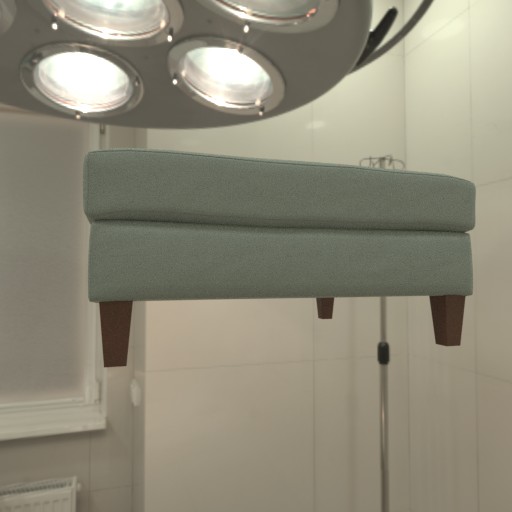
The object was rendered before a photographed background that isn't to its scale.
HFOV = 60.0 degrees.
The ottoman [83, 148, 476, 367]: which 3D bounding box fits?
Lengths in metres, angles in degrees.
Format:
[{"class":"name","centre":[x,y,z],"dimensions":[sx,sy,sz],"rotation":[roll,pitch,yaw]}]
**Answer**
[{"class":"ottoman","centre":[0.000,0.000,1.410],"dimensions":[0.991,0.494,0.842],"rotation":[1,-2,-18]}]
